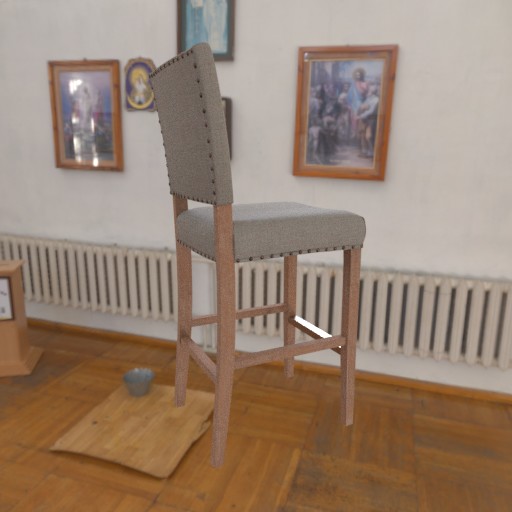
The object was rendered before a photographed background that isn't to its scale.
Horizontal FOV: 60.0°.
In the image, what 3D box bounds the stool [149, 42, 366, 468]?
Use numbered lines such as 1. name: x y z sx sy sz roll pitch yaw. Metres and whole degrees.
1. stool: 0.000 0.000 1.507 0.585 1.203 0.445 -6 14 -27
